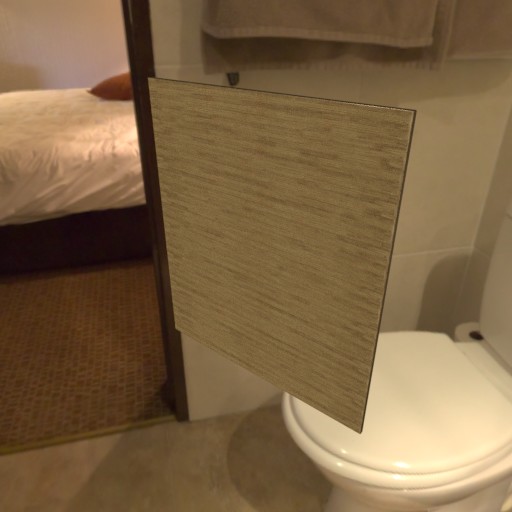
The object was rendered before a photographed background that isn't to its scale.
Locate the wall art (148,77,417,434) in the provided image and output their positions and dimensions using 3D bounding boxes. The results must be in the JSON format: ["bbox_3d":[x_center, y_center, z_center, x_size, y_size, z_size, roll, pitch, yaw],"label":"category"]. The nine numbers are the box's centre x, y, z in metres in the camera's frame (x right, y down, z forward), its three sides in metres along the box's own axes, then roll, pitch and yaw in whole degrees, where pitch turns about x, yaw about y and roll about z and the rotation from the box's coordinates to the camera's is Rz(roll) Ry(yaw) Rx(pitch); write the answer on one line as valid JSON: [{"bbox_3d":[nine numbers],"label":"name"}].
[{"bbox_3d":[0.000,0.000,0.790,0.483,0.559,0.009,21,35,33],"label":"wall art"}]
